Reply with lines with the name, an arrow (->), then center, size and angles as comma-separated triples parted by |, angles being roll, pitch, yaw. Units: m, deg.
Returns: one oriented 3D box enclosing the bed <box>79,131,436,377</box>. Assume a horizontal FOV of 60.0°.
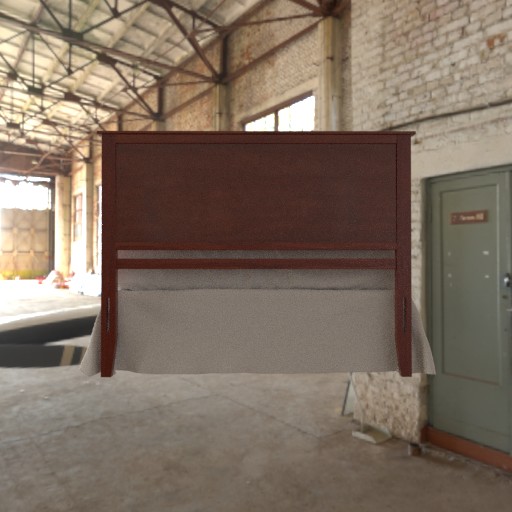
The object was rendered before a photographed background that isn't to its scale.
bed -> 0.000, 0.000, 3.292 | 1.870, 1.270, 2.050 | 0, -1, 0
